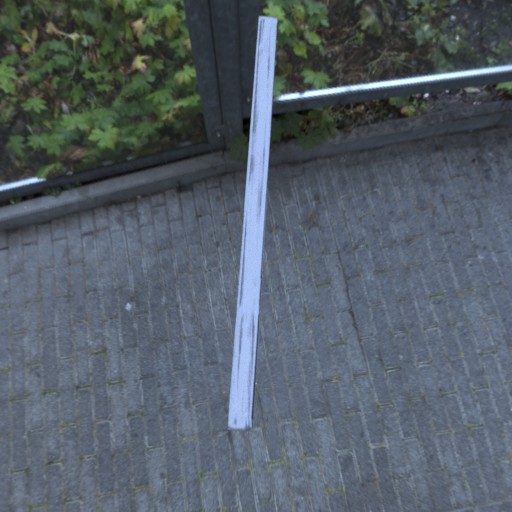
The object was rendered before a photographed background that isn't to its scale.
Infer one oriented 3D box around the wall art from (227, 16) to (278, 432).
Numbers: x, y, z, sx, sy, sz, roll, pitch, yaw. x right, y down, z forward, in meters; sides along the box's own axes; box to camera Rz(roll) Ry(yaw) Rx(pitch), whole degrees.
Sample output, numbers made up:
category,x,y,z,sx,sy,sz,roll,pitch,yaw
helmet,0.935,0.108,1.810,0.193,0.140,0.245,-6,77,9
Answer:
category,x,y,z,sx,sy,sz,roll,pitch,yaw
wall art,0.000,0.000,1.129,0.037,0.761,0.761,3,74,1
